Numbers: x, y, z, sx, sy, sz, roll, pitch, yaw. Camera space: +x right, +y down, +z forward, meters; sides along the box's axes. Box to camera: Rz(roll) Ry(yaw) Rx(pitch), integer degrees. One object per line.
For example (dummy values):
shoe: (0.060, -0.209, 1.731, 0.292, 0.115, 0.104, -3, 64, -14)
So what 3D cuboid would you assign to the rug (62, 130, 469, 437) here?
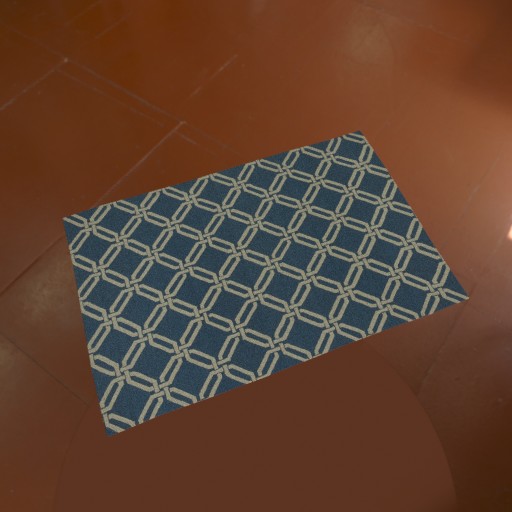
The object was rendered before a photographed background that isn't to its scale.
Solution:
rug: (0.000, 0.000, 2.216, 1.755, 0.010, 1.153, -18, 63, -10)
